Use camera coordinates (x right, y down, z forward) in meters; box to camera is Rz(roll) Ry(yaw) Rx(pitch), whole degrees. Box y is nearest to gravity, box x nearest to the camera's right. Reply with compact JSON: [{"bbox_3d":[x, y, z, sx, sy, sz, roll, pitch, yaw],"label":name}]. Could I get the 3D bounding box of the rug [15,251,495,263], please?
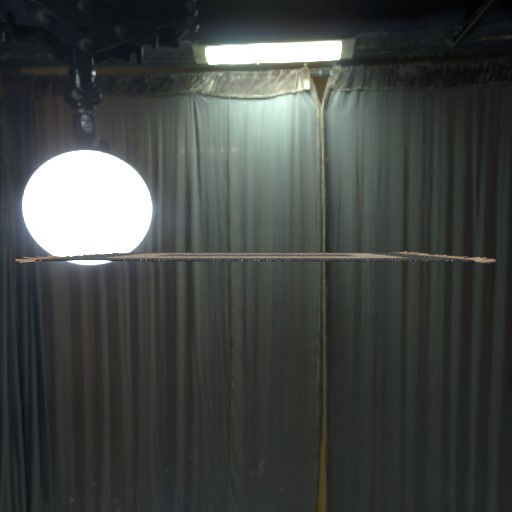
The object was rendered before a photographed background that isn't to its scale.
[{"bbox_3d":[0.000,0.000,2.445,2.021,0.027,1.224,0,2,1],"label":"rug"}]
